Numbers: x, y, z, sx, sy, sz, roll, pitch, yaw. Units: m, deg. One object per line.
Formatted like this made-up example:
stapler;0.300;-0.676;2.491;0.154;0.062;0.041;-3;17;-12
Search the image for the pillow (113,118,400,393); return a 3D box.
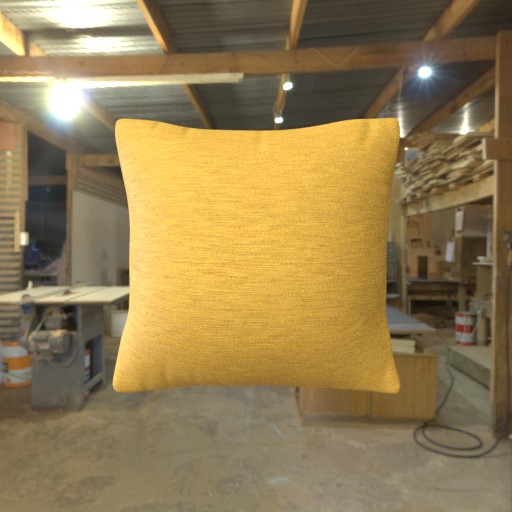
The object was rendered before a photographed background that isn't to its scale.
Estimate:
pillow;0.000;0.000;0.674;0.435;0.417;0.247;0;1;1
